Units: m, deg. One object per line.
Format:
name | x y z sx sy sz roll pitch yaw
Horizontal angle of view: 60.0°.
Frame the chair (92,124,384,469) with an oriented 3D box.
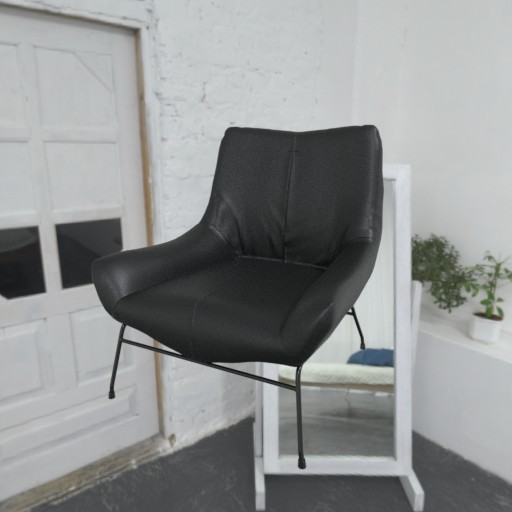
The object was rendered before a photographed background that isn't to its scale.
chair | 0.000 0.000 1.608 0.836 0.922 0.826 8 17 27
